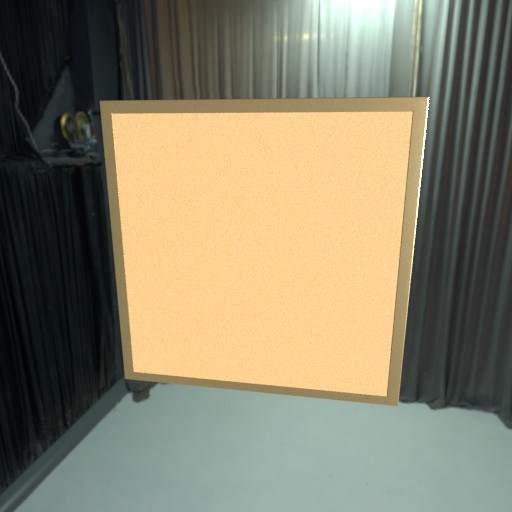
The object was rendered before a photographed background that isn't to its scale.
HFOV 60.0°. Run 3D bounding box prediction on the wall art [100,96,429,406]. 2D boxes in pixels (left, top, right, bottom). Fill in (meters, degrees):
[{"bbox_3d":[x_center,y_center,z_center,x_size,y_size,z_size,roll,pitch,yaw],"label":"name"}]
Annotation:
[{"bbox_3d":[0.000,0.000,0.458,0.305,0.305,0.023,3,16,10],"label":"wall art"}]
